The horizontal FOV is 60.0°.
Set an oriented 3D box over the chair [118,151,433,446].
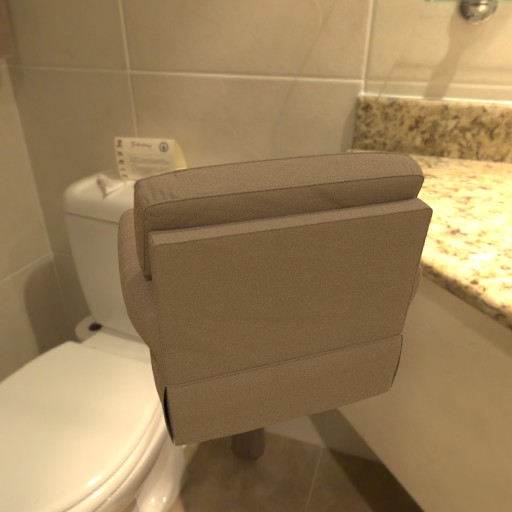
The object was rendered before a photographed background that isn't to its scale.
[{"bbox_3d":[0.000,0.000,1.918,1.135,1.017,0.988,-9,29,-16],"label":"chair"}]
